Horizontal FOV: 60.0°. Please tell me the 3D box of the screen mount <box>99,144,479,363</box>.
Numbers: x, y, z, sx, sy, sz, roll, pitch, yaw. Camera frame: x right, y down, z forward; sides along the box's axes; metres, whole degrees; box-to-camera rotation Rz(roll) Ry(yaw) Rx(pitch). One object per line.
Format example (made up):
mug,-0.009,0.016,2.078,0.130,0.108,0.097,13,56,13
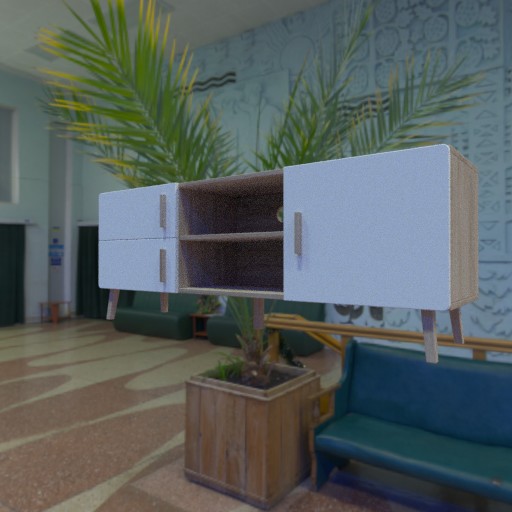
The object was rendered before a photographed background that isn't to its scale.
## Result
screen mount,0.000,0.000,1.726,1.500,0.570,0.420,0,0,36
